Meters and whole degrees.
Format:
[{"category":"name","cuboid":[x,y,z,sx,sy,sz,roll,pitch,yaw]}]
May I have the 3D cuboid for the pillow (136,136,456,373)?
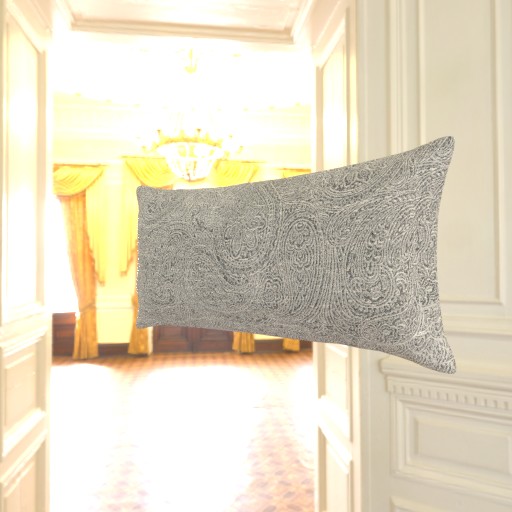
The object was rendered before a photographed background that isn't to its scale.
[{"category":"pillow","cuboid":[0.000,0.000,0.731,0.615,0.295,0.151,-1,-1,37]}]
